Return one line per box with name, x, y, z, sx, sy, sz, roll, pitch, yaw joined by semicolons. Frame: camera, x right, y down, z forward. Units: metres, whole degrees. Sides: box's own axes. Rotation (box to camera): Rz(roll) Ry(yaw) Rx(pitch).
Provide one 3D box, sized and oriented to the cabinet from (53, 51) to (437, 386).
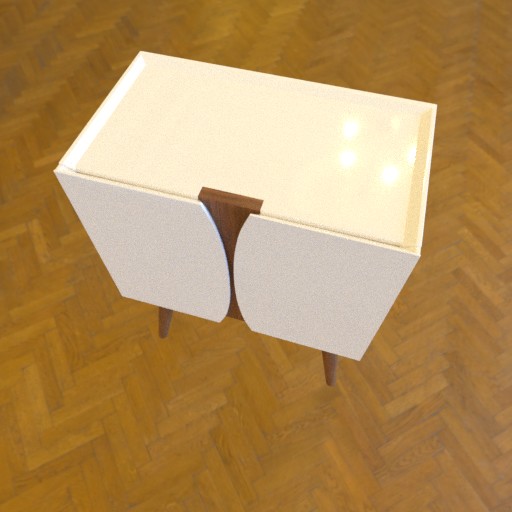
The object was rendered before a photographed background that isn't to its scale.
cabinet;0.000;0.000;1.090;0.591;0.772;0.344;14;58;9
